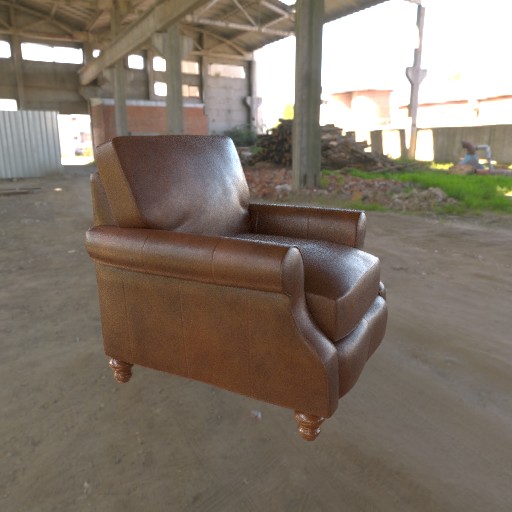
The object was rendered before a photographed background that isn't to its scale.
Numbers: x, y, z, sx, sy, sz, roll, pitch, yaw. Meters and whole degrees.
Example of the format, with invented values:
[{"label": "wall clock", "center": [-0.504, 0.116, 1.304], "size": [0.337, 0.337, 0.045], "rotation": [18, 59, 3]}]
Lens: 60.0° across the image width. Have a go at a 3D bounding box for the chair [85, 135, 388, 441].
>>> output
[{"label": "chair", "center": [0.000, 0.000, 1.807], "size": [0.992, 0.972, 0.989], "rotation": [7, 15, 26]}]
